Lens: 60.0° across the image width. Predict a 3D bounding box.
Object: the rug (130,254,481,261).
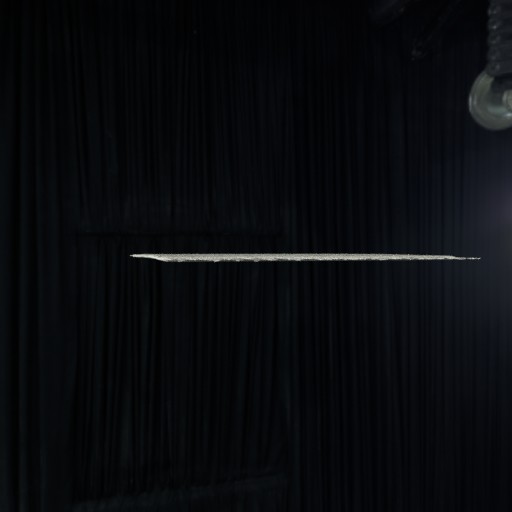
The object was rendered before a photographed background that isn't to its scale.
[{"bbox_3d":[0.000,0.000,3.305,1.664,0.029,2.615,0,1,-19],"label":"rug"}]
